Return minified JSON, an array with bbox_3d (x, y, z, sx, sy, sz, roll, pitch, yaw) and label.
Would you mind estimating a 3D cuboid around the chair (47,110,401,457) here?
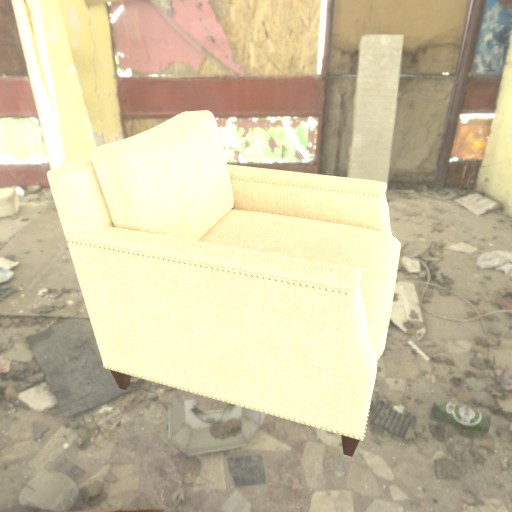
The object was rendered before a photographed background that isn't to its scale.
[{"bbox_3d":[0.000,0.000,1.709,1.041,0.940,0.838,10,30,17],"label":"chair"}]
